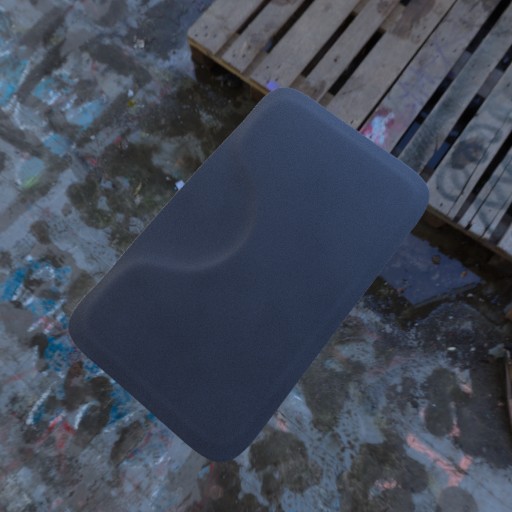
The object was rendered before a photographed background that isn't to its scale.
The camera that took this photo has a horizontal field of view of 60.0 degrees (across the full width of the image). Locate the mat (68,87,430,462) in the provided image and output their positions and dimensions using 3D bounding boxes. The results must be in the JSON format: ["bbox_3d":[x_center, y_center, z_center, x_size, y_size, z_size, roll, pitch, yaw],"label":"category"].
[{"bbox_3d":[0.000,0.000,1.910,0.918,0.013,1.524,38,79,9],"label":"mat"}]
